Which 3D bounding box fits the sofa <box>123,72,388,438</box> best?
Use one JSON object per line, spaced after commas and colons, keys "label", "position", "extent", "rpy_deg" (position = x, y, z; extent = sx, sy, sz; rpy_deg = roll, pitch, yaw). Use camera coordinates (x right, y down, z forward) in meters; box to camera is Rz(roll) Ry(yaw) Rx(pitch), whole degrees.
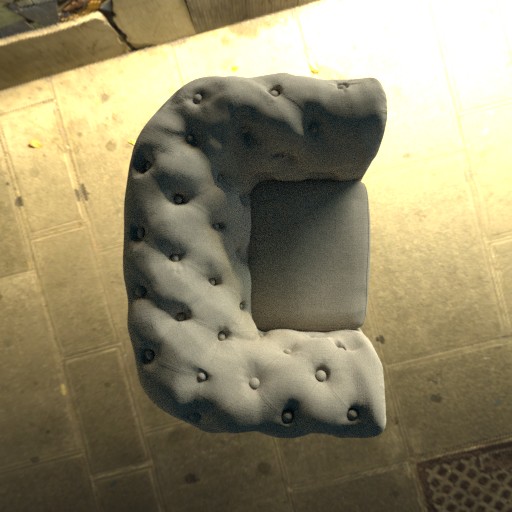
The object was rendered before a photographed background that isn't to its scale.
{"label": "sofa", "position": [0.000, 0.000, 2.025], "extent": [1.034, 0.878, 1.405], "rpy_deg": [0, 90, 1]}
